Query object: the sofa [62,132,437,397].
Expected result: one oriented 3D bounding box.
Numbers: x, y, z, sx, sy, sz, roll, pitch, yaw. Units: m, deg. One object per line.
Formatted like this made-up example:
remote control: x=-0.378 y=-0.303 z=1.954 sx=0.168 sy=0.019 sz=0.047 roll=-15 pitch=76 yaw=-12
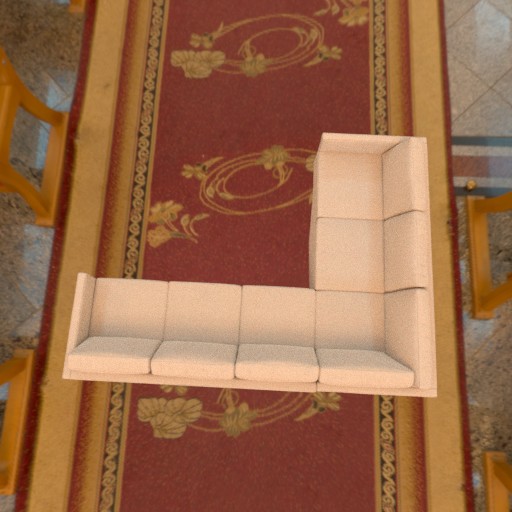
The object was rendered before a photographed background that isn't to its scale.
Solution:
sofa: x=0.000 y=0.000 z=4.251 sx=3.182 sy=0.871 sz=2.432 roll=3 pitch=76 yaw=1
